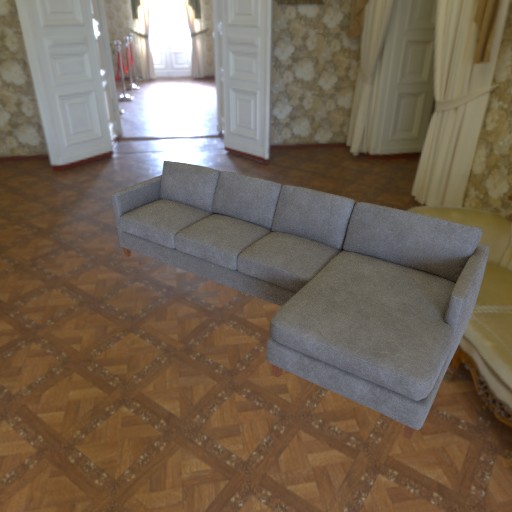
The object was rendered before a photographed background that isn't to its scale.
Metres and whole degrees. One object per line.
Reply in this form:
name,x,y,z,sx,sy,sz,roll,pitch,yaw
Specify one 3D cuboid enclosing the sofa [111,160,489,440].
sofa,0.000,0.000,3.908,3.471,0.950,1.604,18,33,29
